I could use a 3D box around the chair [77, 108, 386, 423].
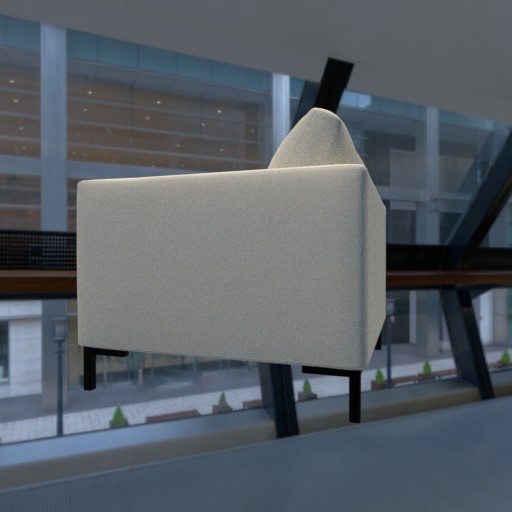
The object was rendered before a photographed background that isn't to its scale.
[{"bbox_3d":[0.000,0.000,1.626,0.875,0.806,0.964,0,0,19],"label":"chair"}]
